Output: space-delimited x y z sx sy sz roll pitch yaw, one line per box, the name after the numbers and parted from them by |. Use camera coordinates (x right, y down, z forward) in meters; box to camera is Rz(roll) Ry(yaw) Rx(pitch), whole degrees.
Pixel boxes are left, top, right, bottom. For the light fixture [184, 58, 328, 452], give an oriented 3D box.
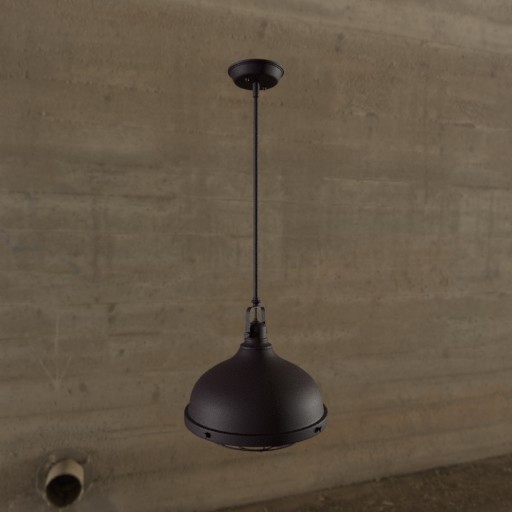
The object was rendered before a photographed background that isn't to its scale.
0.000 0.000 1.017 0.341 0.849 0.341 0 0 37 | light fixture
